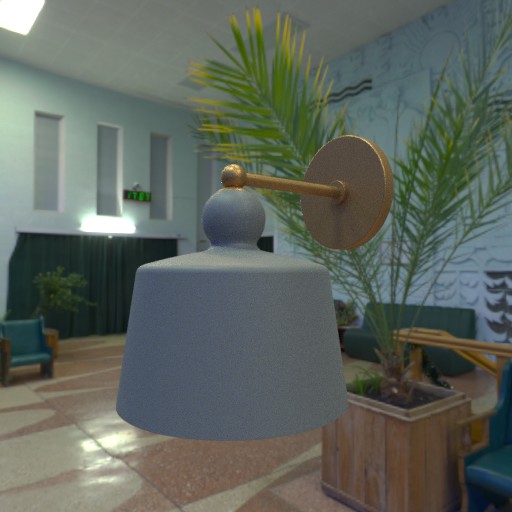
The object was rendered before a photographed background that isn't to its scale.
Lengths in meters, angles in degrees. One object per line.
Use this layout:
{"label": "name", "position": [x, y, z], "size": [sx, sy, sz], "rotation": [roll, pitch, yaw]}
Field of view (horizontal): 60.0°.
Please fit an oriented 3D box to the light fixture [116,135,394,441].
{"label": "light fixture", "position": [0.000, 0.000, 0.420], "size": [0.254, 0.268, 0.204], "rotation": [1, -2, -36]}
